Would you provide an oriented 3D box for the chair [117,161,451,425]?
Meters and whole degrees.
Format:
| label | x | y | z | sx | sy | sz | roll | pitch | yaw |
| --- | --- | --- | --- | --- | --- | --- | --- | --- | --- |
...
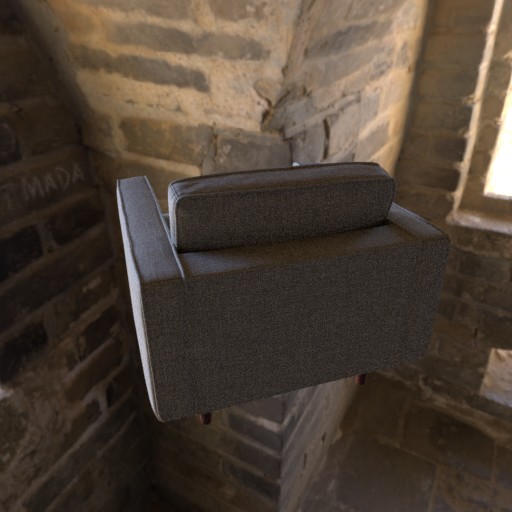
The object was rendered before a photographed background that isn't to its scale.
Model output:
| label | x | y | z | sx | sy | sz | roll | pitch | yaw |
| --- | --- | --- | --- | --- | --- | --- | --- | --- | --- |
| chair | 0.000 | 0.000 | 1.584 | 0.889 | 0.765 | 0.914 | -9 | 28 | -17 |
